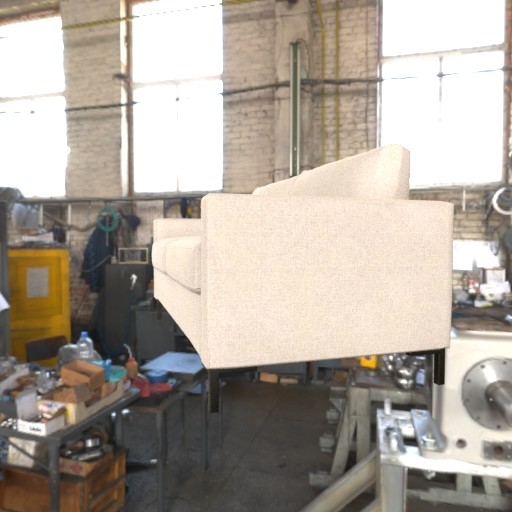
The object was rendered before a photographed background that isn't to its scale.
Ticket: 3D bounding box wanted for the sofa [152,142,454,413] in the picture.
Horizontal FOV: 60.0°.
[{"bbox_3d":[0.000,0.000,2.137,0.875,0.840,1.682,-1,2,-18],"label":"sofa"}]
